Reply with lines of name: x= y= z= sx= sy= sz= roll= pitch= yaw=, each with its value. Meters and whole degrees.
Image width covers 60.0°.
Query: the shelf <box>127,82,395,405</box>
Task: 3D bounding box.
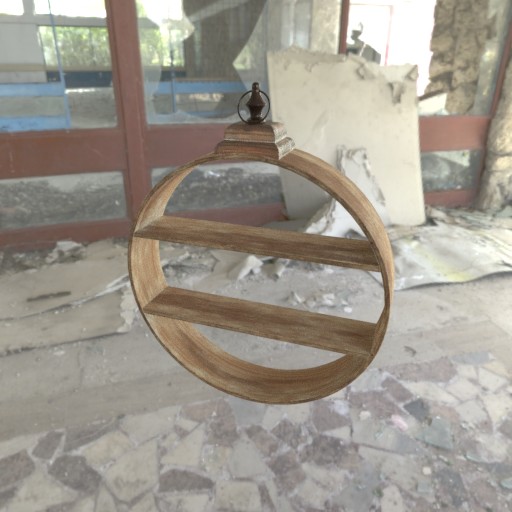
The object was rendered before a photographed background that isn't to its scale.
shelf: x=0.000 y=0.000 z=0.991 sx=0.601 sy=0.725 sz=0.125 roll=8 pitch=26 yaw=18
